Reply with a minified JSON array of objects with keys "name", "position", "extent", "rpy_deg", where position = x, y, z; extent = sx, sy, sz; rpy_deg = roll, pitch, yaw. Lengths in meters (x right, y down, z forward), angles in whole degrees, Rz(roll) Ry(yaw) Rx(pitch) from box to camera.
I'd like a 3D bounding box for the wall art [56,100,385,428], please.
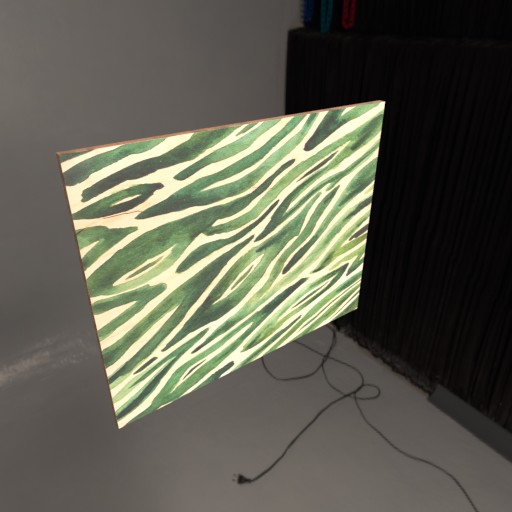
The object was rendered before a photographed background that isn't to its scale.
[{"name":"wall art","position":[0.000,0.000,0.686],"extent":[0.508,0.408,0.012],"rpy_deg":[-20,35,-31]}]
